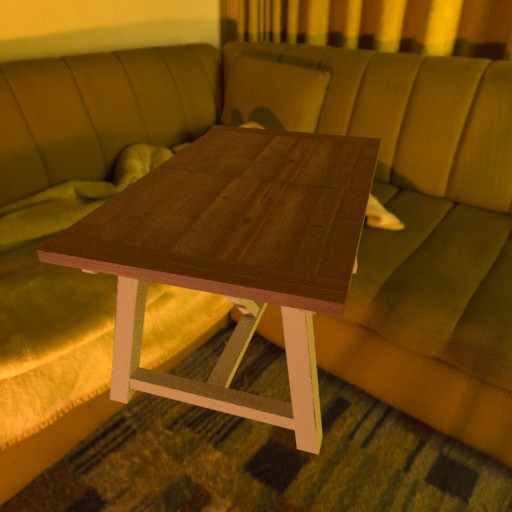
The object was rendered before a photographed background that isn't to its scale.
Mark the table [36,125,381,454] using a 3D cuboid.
[{"bbox_3d":[0.000,0.000,2.024,0.922,0.743,1.503,9,32,15],"label":"table"}]
